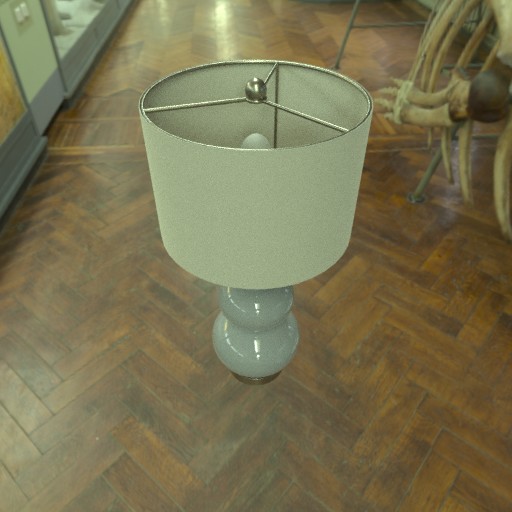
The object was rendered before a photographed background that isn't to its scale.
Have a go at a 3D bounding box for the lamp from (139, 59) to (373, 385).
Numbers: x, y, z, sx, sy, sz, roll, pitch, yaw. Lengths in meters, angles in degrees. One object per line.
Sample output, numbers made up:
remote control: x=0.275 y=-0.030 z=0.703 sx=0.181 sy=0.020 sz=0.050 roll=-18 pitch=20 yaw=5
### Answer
lamp: x=0.000 y=0.000 z=0.928 sx=0.367 sy=0.730 sz=0.367 roll=-25 pitch=47 yaw=-26
